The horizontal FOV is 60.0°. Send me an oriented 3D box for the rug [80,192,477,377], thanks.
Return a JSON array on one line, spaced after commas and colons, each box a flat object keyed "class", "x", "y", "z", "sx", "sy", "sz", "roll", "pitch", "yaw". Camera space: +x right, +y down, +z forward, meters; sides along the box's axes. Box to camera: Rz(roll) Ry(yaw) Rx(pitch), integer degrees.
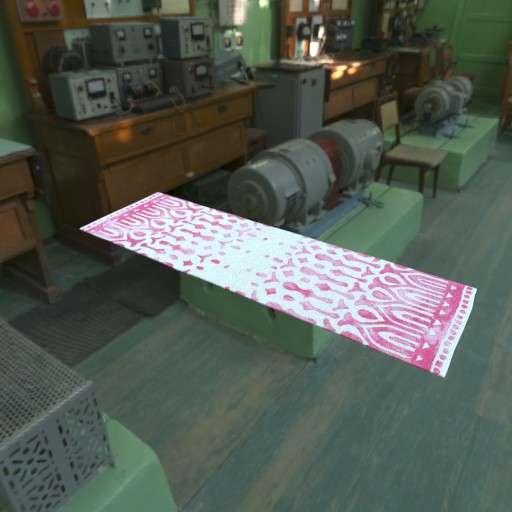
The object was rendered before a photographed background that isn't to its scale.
[{"class": "rug", "x": 0.000, "y": 0.000, "z": 2.753, "sx": 2.458, "sy": 0.011, "sz": 0.787, "roll": 19, "pitch": 36, "yaw": 29}]
